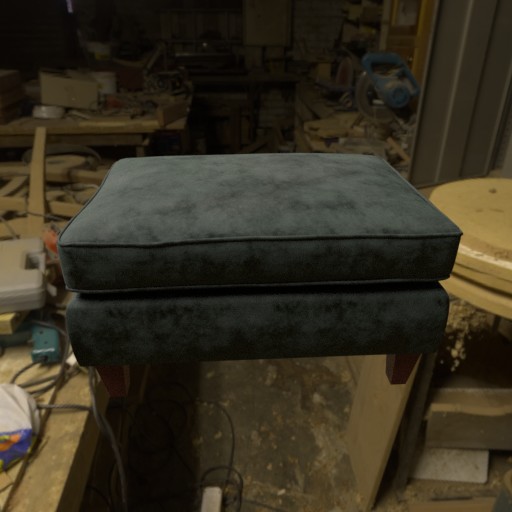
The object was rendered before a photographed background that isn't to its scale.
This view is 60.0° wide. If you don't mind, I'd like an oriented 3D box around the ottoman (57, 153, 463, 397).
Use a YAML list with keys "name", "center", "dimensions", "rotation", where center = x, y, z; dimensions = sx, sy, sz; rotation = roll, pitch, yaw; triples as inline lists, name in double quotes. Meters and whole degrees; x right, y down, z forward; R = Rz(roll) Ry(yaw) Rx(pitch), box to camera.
- name: "ottoman"
  center: [0.000, 0.000, 1.254]
  dimensions: [0.864, 0.495, 0.632]
  rotation: [-2, 28, -3]
